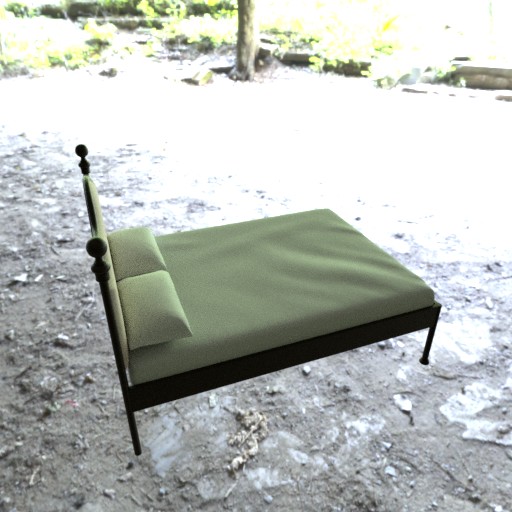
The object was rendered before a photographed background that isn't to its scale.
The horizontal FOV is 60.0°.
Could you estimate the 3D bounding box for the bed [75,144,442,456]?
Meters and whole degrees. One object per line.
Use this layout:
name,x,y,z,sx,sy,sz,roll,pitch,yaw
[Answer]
bed,0.000,0.000,3.297,2.224,1.499,1.642,-11,32,-18
